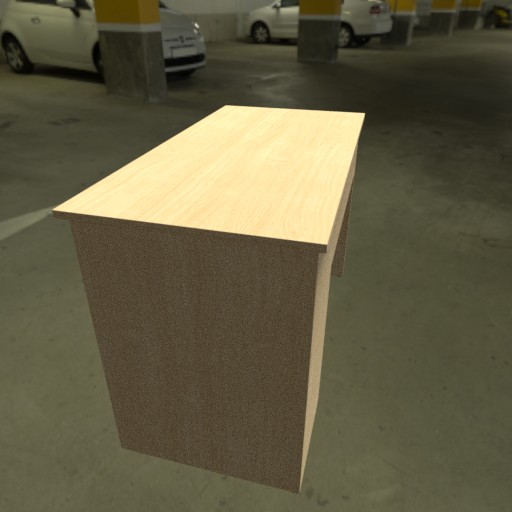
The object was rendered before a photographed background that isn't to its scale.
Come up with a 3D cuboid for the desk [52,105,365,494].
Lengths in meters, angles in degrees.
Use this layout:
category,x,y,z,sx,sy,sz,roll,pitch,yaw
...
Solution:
category,x,y,z,sx,sy,sz,roll,pitch,yaw
desk,0.000,0.000,1.478,0.560,0.735,1.097,8,31,13
